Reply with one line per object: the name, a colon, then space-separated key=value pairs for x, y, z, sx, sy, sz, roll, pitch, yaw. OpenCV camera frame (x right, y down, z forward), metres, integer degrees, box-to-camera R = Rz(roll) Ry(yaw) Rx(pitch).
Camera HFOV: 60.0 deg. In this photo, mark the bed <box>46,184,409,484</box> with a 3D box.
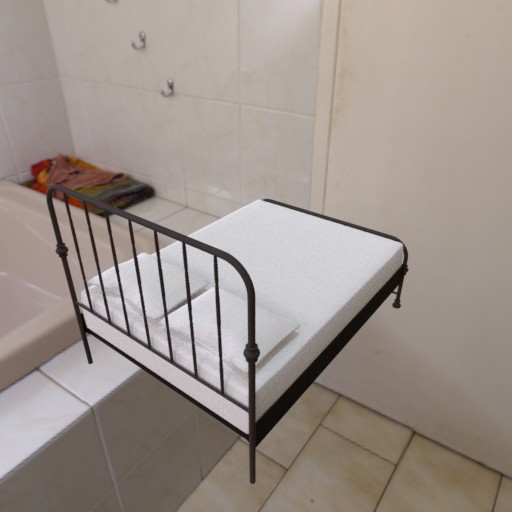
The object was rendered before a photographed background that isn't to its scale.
bed: x=0.000 y=0.000 z=3.248 sx=1.616 sy=1.446 sz=2.134 roll=21 pitch=37 yaw=32
